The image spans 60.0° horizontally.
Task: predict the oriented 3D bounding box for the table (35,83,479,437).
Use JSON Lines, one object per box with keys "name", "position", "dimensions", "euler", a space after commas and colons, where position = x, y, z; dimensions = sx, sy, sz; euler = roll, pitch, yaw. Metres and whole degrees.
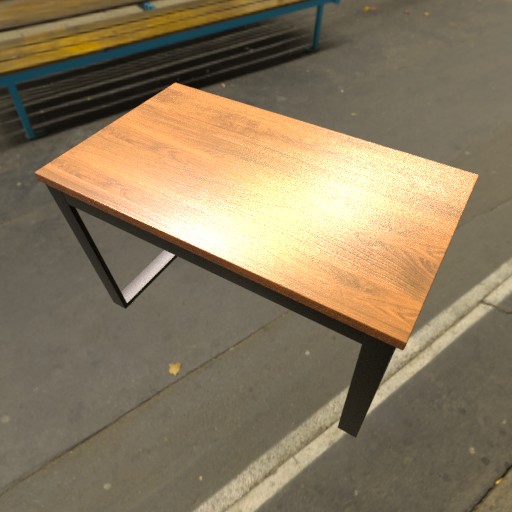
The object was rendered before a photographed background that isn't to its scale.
{"name": "table", "position": [0.000, 0.000, 1.671], "dimensions": [1.205, 0.760, 0.714], "euler": [24, 51, 21]}
